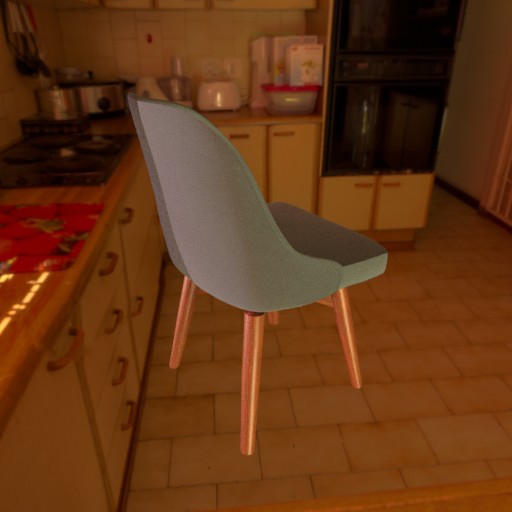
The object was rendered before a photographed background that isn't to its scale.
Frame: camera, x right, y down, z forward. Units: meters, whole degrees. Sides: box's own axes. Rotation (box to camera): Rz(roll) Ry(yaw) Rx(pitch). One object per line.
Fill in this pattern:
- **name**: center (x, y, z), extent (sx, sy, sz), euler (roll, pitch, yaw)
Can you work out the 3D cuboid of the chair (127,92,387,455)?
- **chair**: center (0.000, 0.000, 1.238), extent (0.589, 0.882, 0.503), euler (-18, 31, -32)
